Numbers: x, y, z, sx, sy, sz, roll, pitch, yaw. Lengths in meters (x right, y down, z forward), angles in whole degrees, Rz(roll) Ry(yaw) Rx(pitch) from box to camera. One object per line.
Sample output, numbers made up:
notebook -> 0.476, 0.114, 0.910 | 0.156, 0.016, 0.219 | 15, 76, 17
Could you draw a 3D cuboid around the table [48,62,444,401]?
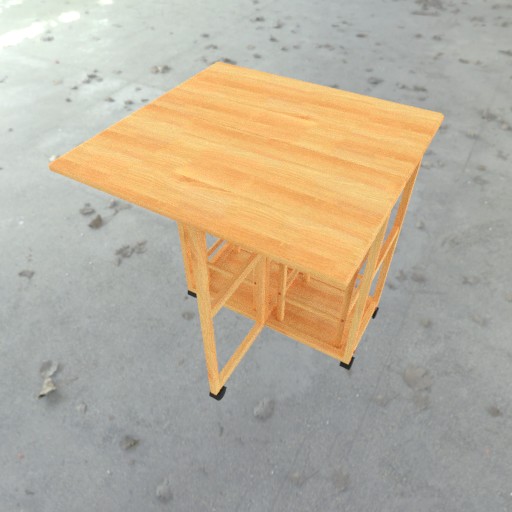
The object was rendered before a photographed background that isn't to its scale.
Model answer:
table -> 0.000, 0.000, 1.378 | 0.752, 0.832, 0.693 | 22, 49, 21
